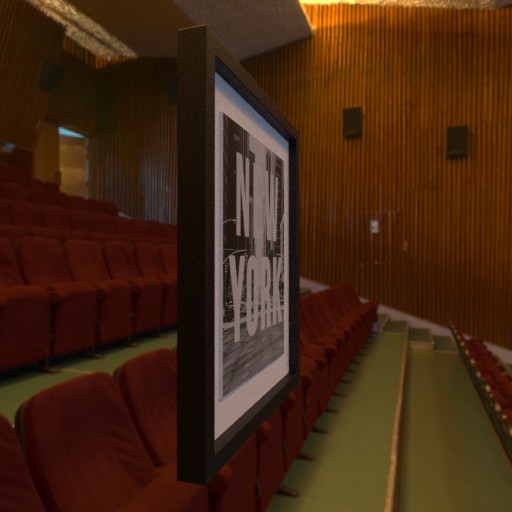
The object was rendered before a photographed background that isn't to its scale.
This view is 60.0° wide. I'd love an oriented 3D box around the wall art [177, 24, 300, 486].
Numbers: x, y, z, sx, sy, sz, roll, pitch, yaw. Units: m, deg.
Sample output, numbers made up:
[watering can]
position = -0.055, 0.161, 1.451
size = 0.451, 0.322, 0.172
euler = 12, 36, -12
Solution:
[wall art]
position = 0.000, 0.000, 0.524
size = 0.028, 0.381, 0.328
euler = 0, -1, 19
